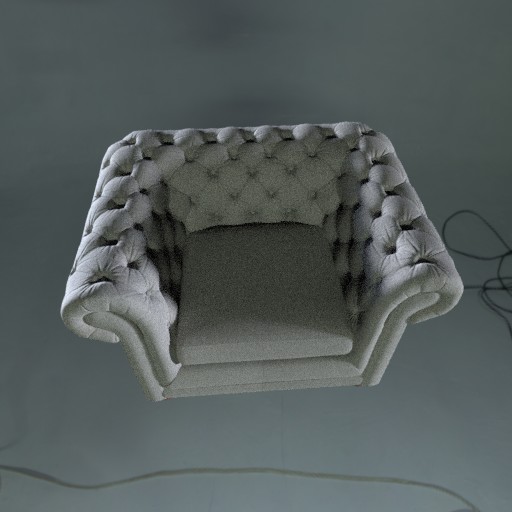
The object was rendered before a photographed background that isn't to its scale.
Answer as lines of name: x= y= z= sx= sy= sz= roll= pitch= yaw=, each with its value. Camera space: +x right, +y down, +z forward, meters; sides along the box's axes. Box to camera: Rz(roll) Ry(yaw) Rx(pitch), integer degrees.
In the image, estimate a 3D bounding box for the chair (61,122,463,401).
chair: x=0.000 y=0.000 z=1.881 sx=1.270 sy=0.770 sz=0.976 roll=-3 pitch=47 yaw=-3
